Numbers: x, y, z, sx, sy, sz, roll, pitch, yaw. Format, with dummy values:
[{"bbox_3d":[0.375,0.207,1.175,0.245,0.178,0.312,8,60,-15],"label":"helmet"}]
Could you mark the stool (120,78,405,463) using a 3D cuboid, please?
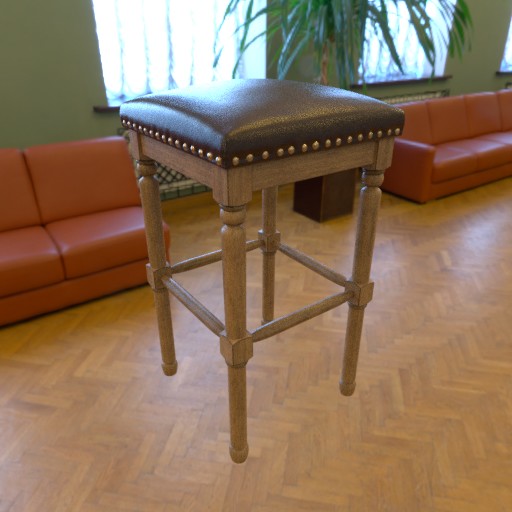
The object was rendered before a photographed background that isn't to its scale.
[{"bbox_3d":[0.000,0.000,0.947,0.382,0.702,0.383,-18,32,-32],"label":"stool"}]
